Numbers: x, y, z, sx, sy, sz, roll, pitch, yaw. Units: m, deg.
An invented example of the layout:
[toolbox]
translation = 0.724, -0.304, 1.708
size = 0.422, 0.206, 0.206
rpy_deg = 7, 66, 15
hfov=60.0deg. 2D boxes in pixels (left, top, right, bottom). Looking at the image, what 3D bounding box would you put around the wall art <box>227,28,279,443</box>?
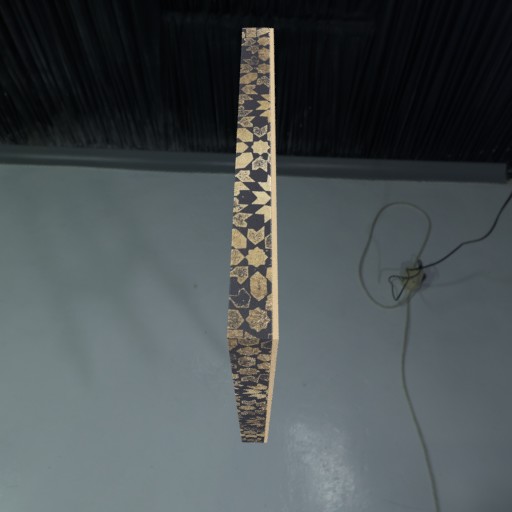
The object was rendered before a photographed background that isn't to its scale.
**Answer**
[wall art]
translation = 0.000, 0.000, 0.604
size = 0.038, 0.405, 0.405
rpy_deg = 1, 57, 0
